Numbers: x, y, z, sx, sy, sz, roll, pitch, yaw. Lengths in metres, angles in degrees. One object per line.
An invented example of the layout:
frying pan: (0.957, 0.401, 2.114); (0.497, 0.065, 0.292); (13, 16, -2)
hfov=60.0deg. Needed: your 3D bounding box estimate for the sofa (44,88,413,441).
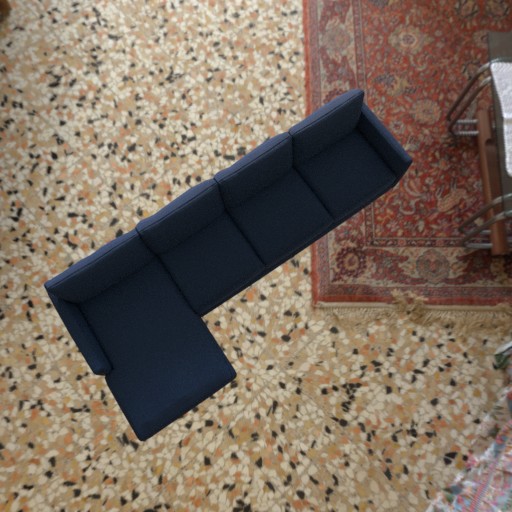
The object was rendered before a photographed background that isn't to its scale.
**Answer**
sofa: (0.000, 0.000, 2.915); (2.450, 0.679, 1.128); (-34, 78, -8)
